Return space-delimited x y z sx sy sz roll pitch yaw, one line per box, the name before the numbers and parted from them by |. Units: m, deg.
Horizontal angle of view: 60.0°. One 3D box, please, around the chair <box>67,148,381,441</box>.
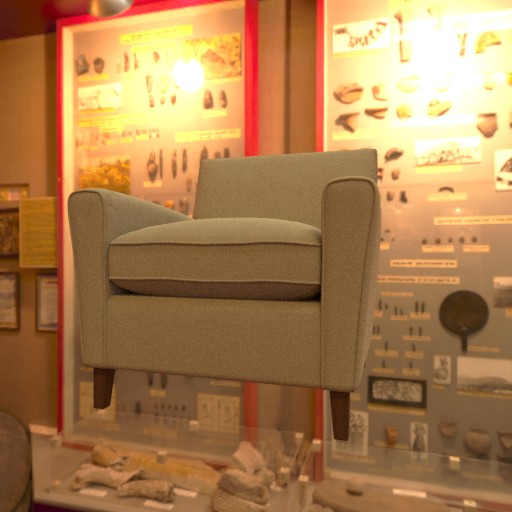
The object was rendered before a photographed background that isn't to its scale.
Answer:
chair | 0.000 0.000 1.517 0.840 0.846 0.871 0 1 17
